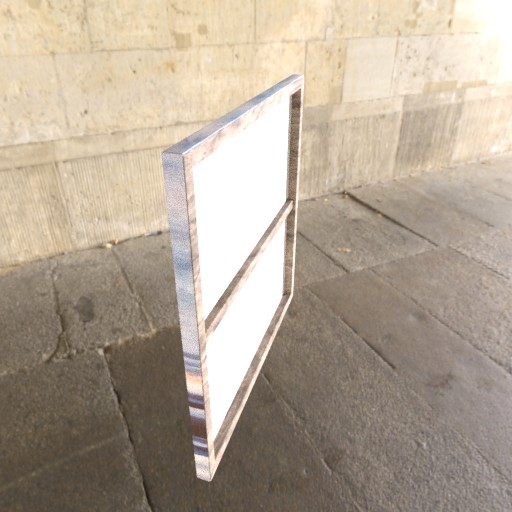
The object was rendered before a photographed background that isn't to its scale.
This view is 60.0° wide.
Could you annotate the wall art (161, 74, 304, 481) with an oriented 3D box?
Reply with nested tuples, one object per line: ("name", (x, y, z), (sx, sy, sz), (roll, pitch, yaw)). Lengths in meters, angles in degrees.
("wall art", (0.000, 0.000, 1.107), (0.035, 0.747, 0.747), (10, 32, 16))
